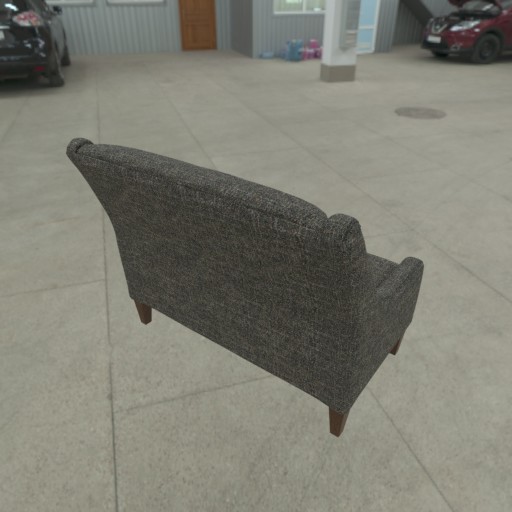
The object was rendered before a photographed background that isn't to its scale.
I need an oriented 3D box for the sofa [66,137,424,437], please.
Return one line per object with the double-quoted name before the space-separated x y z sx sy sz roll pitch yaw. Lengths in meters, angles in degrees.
"sofa" 0.000 0.000 1.943 1.242 1.021 0.870 21 37 31
